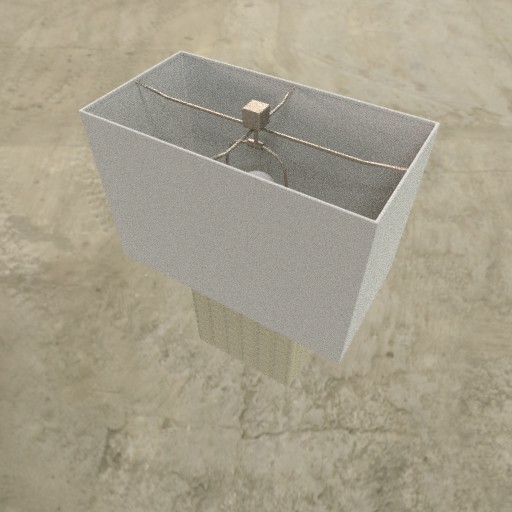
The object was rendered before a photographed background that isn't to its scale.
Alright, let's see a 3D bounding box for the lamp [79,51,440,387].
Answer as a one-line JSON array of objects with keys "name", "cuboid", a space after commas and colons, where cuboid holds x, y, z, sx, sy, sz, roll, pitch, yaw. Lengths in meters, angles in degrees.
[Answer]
[{"name": "lamp", "cuboid": [0.000, 0.000, 0.703, 0.380, 0.515, 0.200, 24, 52, 21]}]
